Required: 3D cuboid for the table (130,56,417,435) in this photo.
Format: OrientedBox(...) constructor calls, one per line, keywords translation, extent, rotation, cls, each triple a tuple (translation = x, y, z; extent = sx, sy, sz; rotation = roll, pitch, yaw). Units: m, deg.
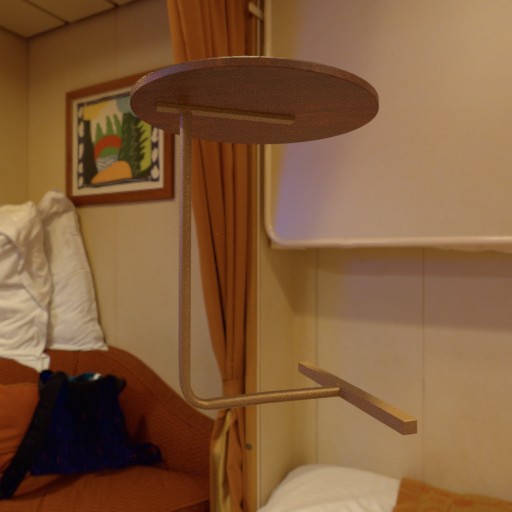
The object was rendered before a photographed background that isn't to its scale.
OrientedBox(translation=(0.000, 0.000, 1.052), extent=(0.577, 0.706, 0.530), rotation=(0, 0, -18), cls="table")
